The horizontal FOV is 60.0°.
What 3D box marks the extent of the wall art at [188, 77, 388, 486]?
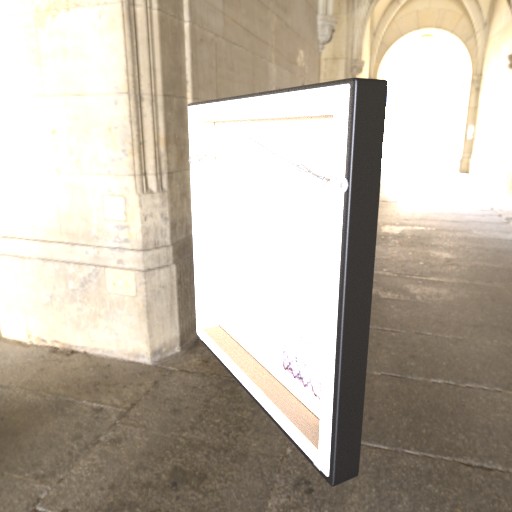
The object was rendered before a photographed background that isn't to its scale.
[{"bbox_3d":[0.000,0.000,0.593,0.041,0.407,0.406,-8,18,-27],"label":"wall art"}]
